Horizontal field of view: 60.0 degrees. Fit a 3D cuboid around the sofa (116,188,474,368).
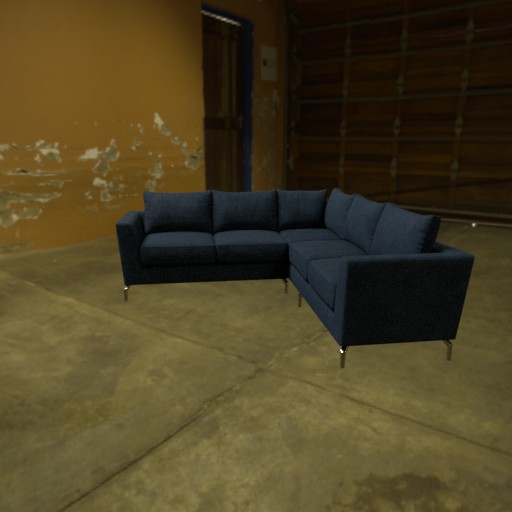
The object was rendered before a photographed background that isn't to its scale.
[{"bbox_3d":[0.000,0.000,3.885,2.472,0.988,2.463,-2,14,-8],"label":"sofa"}]
